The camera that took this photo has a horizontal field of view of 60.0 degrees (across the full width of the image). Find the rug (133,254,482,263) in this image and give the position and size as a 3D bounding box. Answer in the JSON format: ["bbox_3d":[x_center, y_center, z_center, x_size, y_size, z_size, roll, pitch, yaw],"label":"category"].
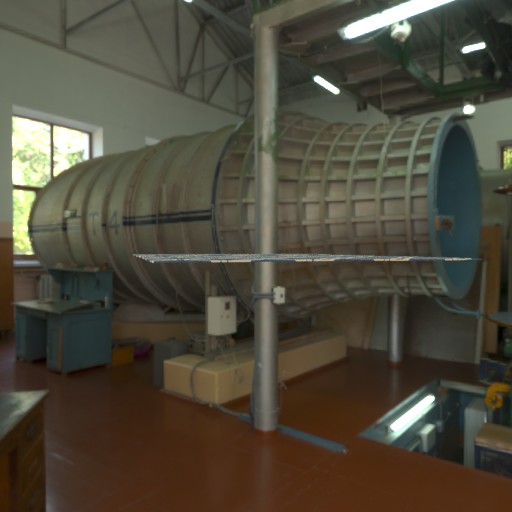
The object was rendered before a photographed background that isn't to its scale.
[{"bbox_3d":[0.000,0.000,2.232,1.153,0.010,1.755,0,1,-17],"label":"rug"}]
